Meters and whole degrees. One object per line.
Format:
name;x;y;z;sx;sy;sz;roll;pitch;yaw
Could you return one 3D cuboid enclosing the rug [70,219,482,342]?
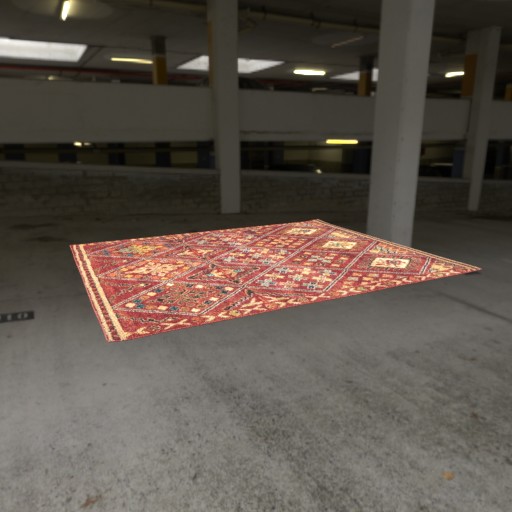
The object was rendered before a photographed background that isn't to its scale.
rug;0.000;0.000;4.180;3.086;0.030;2.489;-8;17;-26
